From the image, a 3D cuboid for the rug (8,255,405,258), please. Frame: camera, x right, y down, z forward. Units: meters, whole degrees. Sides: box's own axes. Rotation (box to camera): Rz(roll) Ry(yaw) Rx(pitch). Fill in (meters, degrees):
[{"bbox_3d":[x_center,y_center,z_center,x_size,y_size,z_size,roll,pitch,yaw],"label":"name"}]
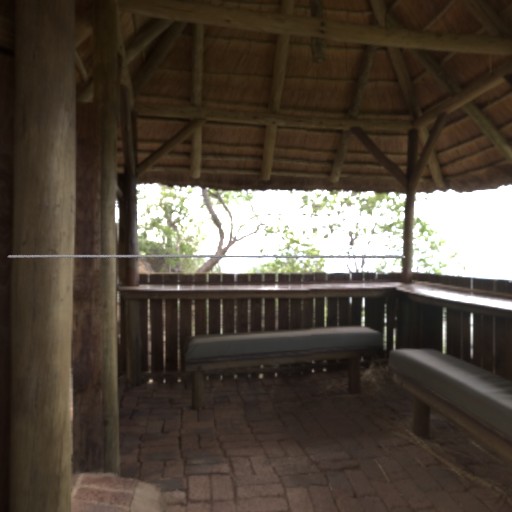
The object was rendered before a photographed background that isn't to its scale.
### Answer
[{"bbox_3d":[0.000,0.000,3.948,2.410,0.021,3.055,0,0,17],"label":"rug"}]
